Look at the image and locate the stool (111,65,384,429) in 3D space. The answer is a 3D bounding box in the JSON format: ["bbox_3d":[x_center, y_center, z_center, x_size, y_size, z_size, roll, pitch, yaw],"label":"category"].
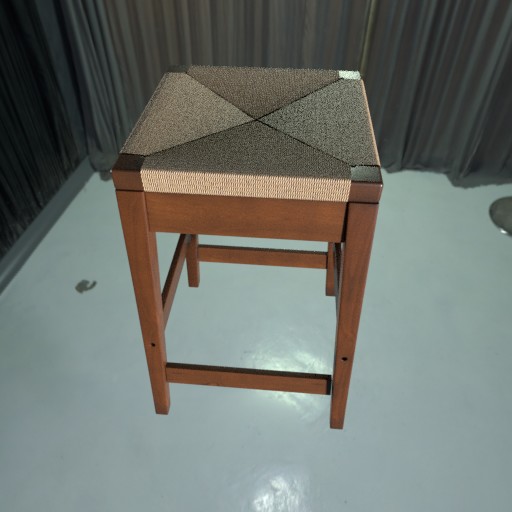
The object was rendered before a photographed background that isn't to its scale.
[{"bbox_3d":[0.000,0.000,1.101,0.507,0.762,0.497,3,45,4],"label":"stool"}]
